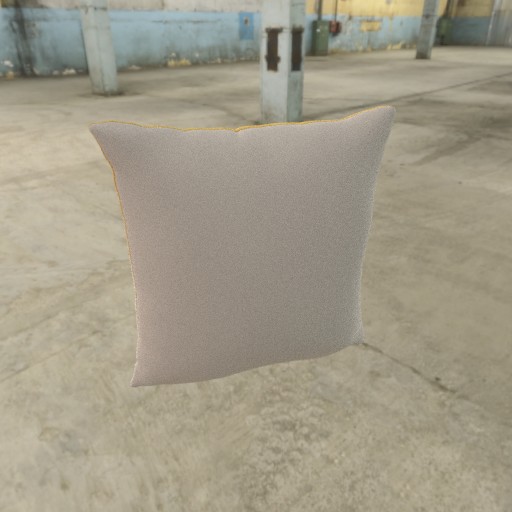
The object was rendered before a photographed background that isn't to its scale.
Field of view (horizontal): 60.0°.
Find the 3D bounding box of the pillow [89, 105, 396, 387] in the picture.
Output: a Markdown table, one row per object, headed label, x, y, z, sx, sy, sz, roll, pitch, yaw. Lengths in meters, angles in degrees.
| label | x | y | z | sx | sy | sz | roll | pitch | yaw |
| --- | --- | --- | --- | --- | --- | --- | --- | --- | --- |
| pillow | 0.000 | 0.000 | 0.722 | 0.450 | 0.450 | 0.211 | -8 | 28 | -15 |
